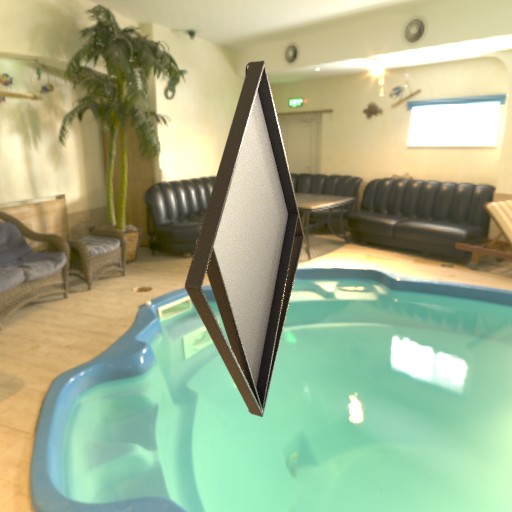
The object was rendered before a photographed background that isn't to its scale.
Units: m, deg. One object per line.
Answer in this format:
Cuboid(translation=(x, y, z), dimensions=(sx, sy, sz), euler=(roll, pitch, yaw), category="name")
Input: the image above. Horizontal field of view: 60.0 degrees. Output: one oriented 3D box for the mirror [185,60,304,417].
Cuboid(translation=(0.000, 0.000, 0.834), dimensions=(0.032, 0.679, 0.419), euler=(7, 16, 26), category="mirror")
